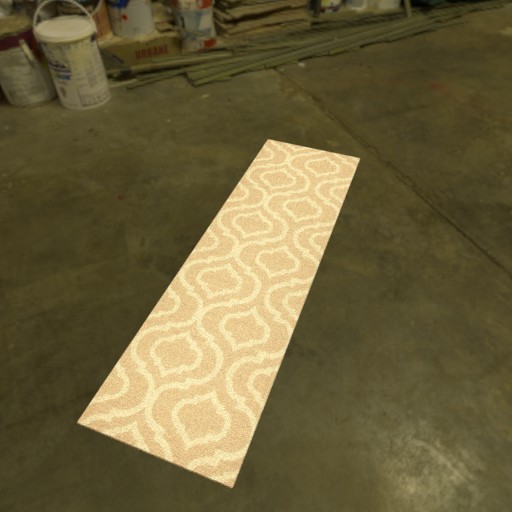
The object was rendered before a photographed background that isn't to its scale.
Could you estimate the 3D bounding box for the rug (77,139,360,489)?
[{"bbox_3d":[0.000,0.000,2.462,0.691,0.013,2.289,15,48,14],"label":"rug"}]
